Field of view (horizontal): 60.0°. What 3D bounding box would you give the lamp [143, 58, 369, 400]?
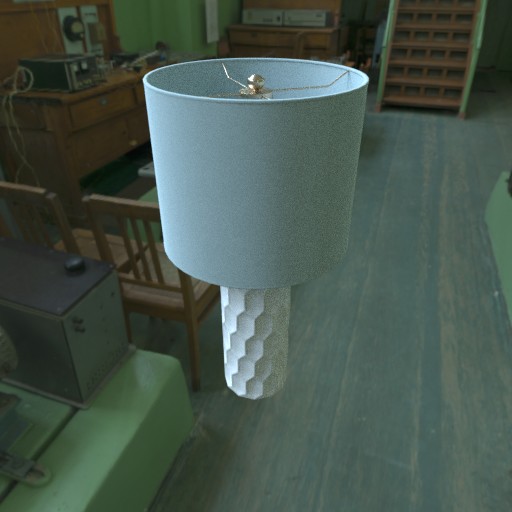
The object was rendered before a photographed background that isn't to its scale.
[{"bbox_3d":[0.000,0.000,0.695,0.277,0.534,0.277,9,33,14],"label":"lamp"}]
